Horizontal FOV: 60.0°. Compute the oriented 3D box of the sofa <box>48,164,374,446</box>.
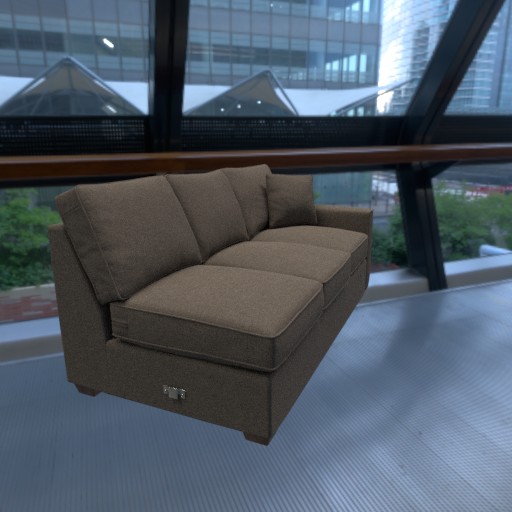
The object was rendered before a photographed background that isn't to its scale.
[{"bbox_3d":[0.000,0.000,2.533,1.034,0.946,1.963,6,16,23],"label":"sofa"}]
